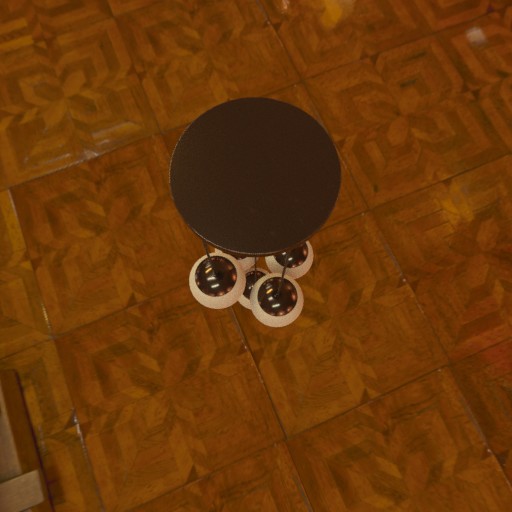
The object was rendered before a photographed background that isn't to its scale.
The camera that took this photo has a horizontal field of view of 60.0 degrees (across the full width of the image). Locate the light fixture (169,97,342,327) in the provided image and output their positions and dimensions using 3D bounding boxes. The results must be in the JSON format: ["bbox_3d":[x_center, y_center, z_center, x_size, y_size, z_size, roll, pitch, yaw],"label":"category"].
[{"bbox_3d":[0.000,0.000,1.498,0.489,1.271,0.484,-20,75,-5],"label":"light fixture"}]
